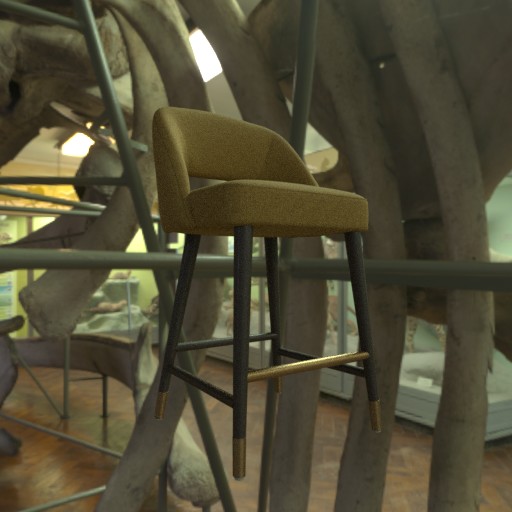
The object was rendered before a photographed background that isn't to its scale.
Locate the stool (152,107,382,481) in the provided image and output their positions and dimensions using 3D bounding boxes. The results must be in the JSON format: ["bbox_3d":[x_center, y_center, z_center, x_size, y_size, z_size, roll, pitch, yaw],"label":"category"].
[{"bbox_3d":[0.000,0.000,1.259,0.536,0.939,0.522,0,-1,-35],"label":"stool"}]
